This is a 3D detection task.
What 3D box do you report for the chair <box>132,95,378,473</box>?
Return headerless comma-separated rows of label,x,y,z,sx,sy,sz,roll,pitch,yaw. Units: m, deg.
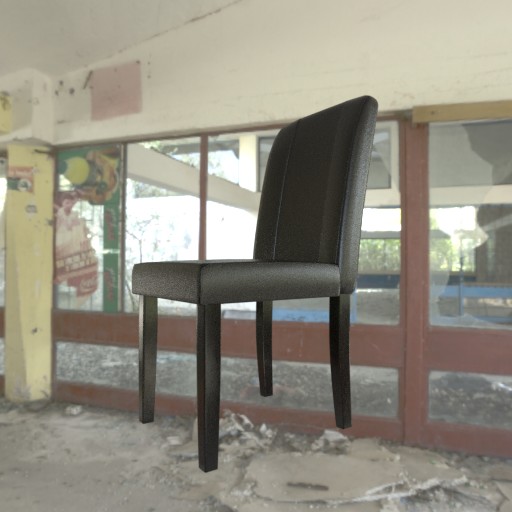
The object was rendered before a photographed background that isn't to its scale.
chair,0.000,0.000,1.209,0.556,0.897,0.399,1,-1,-36
